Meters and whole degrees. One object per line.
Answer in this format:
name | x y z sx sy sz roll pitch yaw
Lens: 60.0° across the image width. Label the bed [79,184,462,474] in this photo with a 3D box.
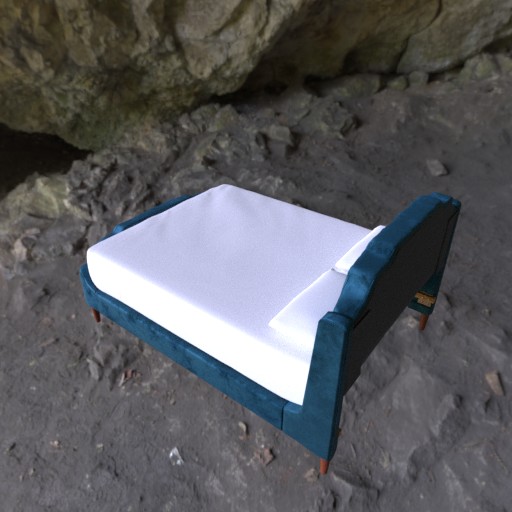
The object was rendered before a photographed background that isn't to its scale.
bed | 0.000 0.000 3.345 2.322 1.338 1.678 23 39 31
